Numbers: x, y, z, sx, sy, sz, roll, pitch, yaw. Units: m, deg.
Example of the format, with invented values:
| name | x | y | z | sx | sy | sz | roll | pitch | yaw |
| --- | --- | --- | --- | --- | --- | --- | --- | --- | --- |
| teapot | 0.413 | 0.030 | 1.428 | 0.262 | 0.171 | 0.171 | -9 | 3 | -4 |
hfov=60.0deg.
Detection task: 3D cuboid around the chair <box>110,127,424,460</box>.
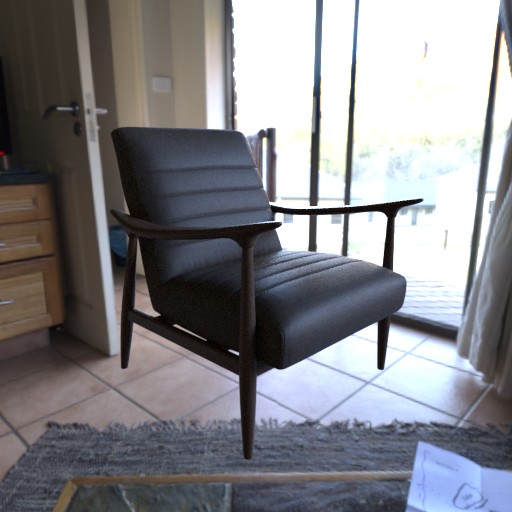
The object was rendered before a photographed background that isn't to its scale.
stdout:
| name | x | y | z | sx | sy | sz | roll | pitch | yaw |
| --- | --- | --- | --- | --- | --- | --- | --- | --- | --- |
| chair | 0.000 | 0.000 | 1.448 | 0.798 | 0.831 | 0.741 | 13 | 18 | 43 |
